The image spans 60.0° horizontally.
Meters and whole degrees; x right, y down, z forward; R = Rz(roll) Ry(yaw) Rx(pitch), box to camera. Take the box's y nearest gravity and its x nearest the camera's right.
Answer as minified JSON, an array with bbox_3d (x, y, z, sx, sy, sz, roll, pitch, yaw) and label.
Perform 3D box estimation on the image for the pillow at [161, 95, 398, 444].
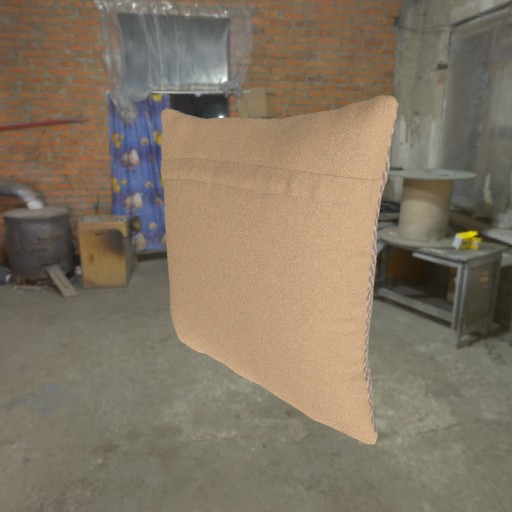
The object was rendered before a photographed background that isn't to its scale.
[{"bbox_3d":[0.000,0.000,0.703,0.181,0.458,0.459,-15,21,-42],"label":"pillow"}]
